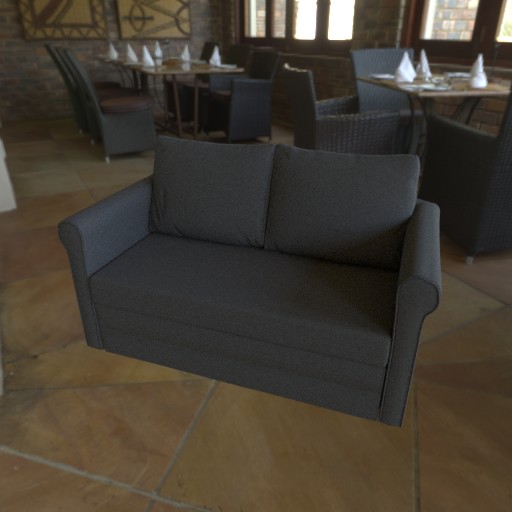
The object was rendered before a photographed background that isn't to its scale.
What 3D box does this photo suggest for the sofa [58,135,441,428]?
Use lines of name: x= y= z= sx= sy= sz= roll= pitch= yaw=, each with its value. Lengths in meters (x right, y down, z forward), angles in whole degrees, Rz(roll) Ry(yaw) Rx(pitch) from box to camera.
sofa: x=0.000 y=0.000 z=1.939 sx=1.460 sy=0.872 sz=0.741 roll=9 pitch=28 yaw=18
